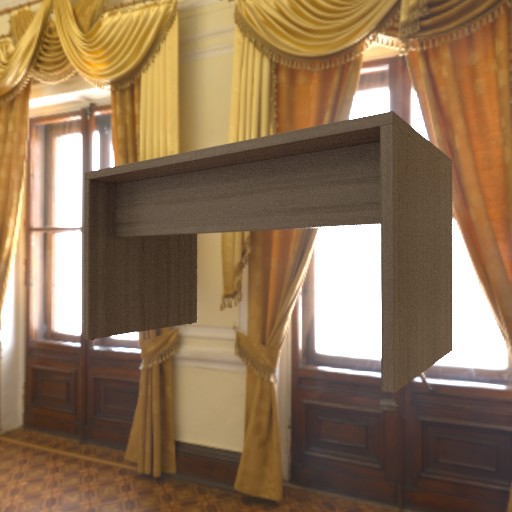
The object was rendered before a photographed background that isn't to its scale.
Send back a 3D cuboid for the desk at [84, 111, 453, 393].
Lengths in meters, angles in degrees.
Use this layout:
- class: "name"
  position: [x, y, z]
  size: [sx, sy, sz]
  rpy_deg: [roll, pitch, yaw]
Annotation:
- class: "desk"
  position: [0.000, 0.000, 1.839]
  size: [1.380, 0.745, 0.690]
  rpy_deg: [-1, -1, 36]
